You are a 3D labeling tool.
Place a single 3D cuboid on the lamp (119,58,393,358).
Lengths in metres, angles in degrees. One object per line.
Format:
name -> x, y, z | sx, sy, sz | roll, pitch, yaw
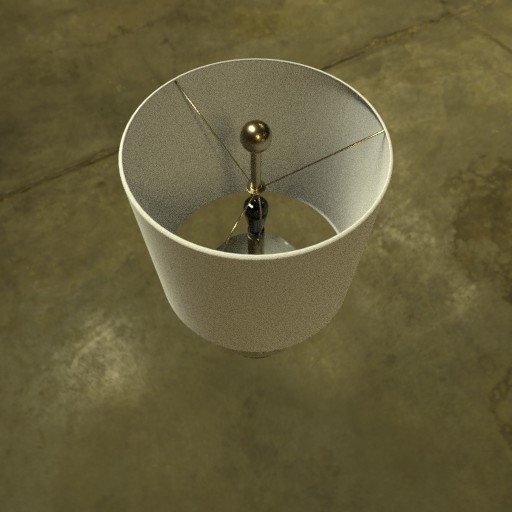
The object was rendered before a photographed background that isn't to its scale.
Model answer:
lamp -> 0.000, 0.000, 0.588 | 0.254, 0.452, 0.254 | 0, 59, 0
